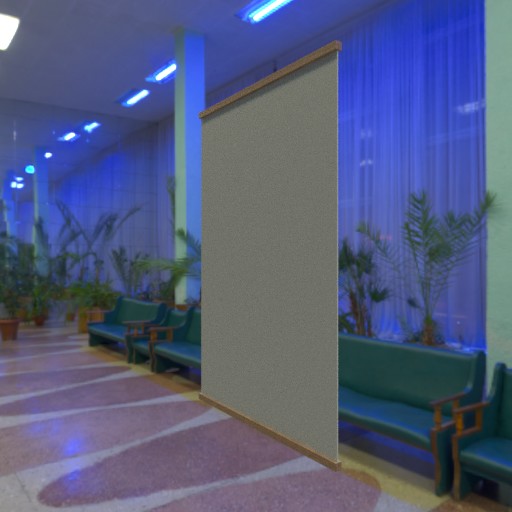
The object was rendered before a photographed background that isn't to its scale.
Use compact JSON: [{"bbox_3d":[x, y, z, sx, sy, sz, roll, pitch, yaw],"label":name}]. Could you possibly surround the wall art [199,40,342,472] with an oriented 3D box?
[{"bbox_3d":[0.000,0.000,1.966,0.030,1.519,0.990,0,0,-36],"label":"wall art"}]
